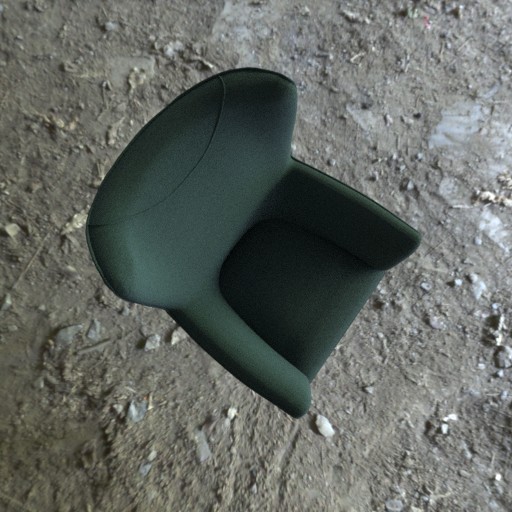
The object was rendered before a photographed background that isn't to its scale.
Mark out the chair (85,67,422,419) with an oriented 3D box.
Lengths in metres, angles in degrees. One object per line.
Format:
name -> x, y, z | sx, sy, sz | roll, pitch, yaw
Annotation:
chair -> 0.000, 0.000, 1.617 | 0.888, 0.933, 0.781 | 36, 78, 9
